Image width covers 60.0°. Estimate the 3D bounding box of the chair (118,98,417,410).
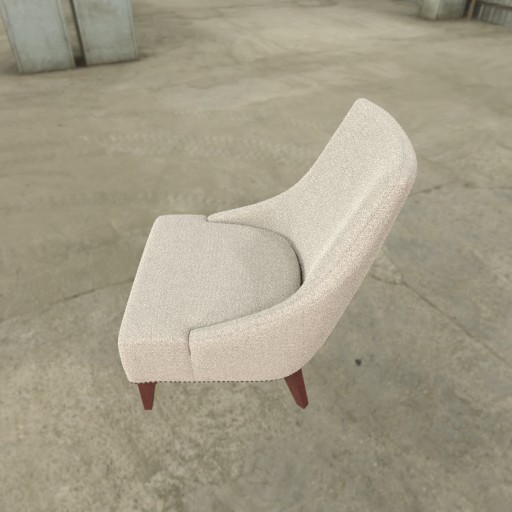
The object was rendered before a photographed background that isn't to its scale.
[{"bbox_3d":[0.000,0.000,1.530,0.861,0.909,0.701,0,39,0],"label":"chair"}]
